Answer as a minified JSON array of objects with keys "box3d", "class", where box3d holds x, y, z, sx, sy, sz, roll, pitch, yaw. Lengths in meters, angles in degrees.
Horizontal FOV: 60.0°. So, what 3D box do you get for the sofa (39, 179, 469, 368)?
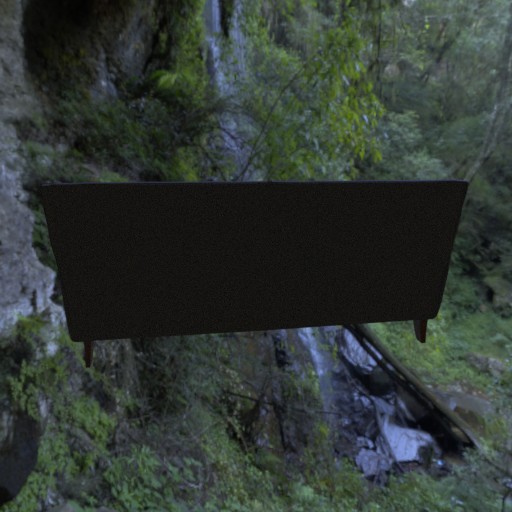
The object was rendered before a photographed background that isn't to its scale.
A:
[{"box3d":[0.000,0.000,2.523,2.002,0.907,0.843,-2,14,-9],"class":"sofa"}]
